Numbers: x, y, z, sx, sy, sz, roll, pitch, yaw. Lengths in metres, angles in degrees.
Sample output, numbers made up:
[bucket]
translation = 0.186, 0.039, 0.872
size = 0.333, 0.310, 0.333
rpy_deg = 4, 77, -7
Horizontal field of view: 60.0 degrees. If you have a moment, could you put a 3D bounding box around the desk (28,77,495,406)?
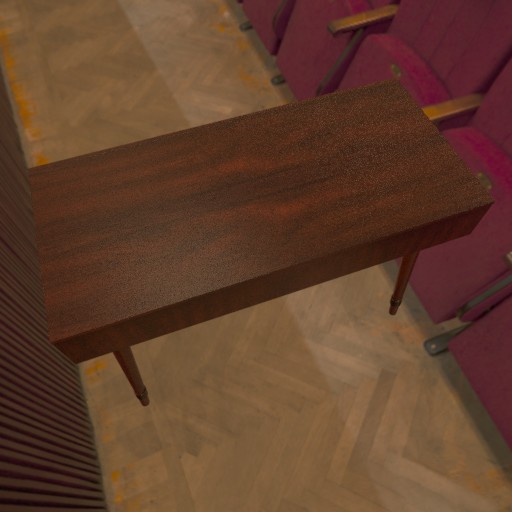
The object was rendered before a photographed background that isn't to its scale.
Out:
[desk]
translation = 0.000, 0.000, 2.082
size = 1.577, 1.031, 0.734
rpy_deg = -17, 61, -10
